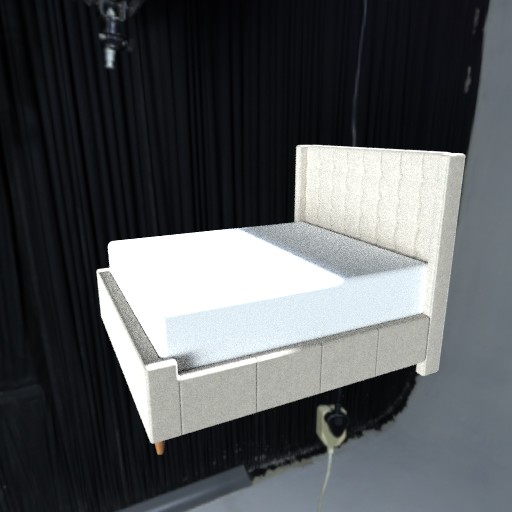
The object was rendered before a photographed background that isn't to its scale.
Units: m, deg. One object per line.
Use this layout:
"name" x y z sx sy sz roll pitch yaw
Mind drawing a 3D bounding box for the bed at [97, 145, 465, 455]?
"bed" 0.000 0.000 3.760 2.370 1.743 2.045 -8 18 -25
